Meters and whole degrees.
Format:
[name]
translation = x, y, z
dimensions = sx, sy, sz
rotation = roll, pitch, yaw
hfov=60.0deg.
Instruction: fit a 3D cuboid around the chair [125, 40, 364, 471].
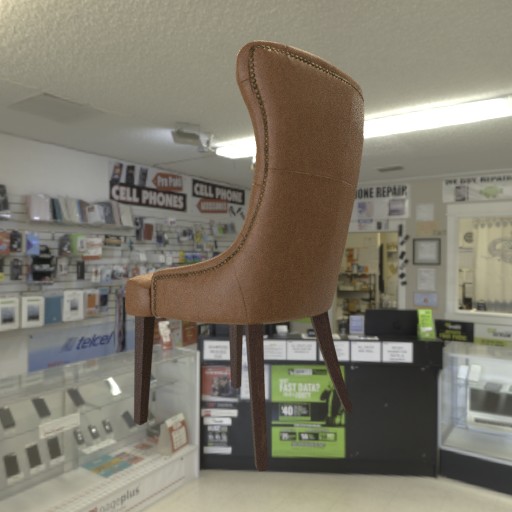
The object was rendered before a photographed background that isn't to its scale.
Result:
[chair]
translation = 0.000, 0.000, 1.434
dimensions = 0.669, 1.065, 0.611
rotation = 0, 0, 37
